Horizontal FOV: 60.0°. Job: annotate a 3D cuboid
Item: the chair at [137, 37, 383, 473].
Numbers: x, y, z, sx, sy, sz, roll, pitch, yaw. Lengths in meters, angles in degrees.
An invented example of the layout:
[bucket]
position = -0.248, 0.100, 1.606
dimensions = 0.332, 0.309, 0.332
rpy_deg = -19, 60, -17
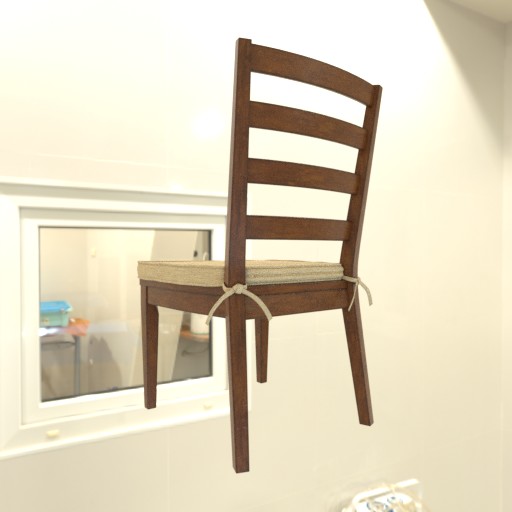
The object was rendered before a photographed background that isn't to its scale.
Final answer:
[chair]
position = 0.000, 0.000, 1.345
dimensions = 0.593, 0.979, 0.595
rpy_deg = -1, 1, -37
